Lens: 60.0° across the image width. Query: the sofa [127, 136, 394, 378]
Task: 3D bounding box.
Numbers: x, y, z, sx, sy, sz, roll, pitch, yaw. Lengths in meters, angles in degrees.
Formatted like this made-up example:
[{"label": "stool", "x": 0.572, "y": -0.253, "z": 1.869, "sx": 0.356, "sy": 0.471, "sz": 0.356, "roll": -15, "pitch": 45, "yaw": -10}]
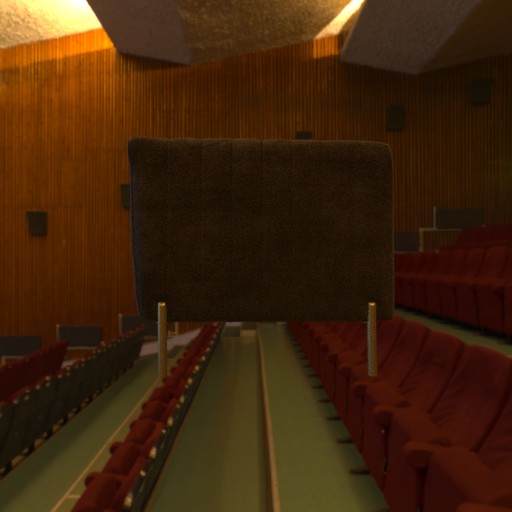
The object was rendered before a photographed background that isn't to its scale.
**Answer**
[{"label": "sofa", "x": 0.000, "y": 0.000, "z": 2.380, "sx": 0.876, "sy": 0.780, "sz": 1.980, "roll": 0, "pitch": 0, "yaw": -1}]
